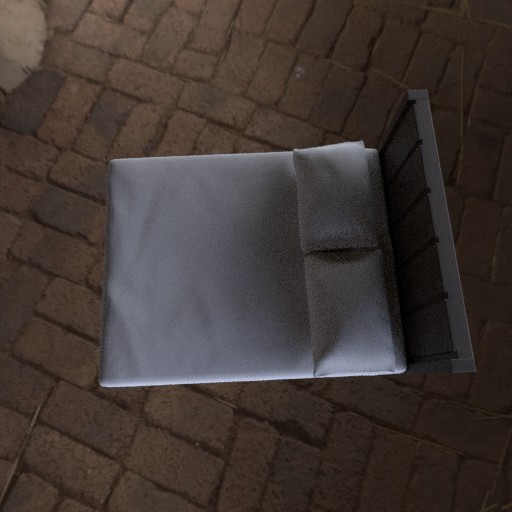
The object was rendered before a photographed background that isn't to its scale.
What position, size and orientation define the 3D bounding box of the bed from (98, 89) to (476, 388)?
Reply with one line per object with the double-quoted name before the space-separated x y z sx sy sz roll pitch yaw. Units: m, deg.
"bed" 0.000 0.000 3.163 2.242 1.270 1.727 -3 74 -1
